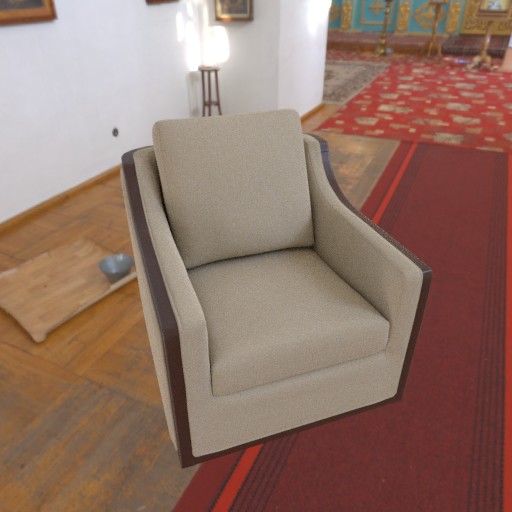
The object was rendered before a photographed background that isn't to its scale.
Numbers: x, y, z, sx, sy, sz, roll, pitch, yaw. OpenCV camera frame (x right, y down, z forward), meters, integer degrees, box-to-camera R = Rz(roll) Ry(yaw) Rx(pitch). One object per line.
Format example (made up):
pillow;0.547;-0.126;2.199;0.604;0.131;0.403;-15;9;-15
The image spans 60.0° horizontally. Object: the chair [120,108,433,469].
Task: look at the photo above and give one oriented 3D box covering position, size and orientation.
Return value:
chair;0.000;0.000;1.677;0.870;0.930;0.950;-10;33;-16
